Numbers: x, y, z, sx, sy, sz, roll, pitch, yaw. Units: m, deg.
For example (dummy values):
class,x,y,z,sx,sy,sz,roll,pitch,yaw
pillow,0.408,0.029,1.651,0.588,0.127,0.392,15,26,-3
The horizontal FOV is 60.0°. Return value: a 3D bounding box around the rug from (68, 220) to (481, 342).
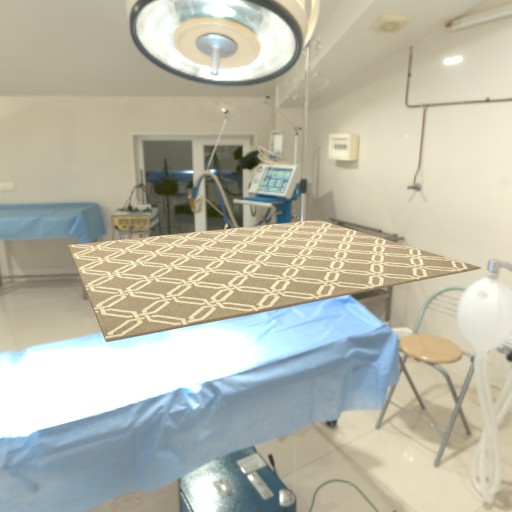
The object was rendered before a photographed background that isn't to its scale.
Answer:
class,x,y,z,sx,sy,sz,roll,pitch,yaw
rug,0.000,0.000,3.906,2.895,0.018,2.288,-8,17,-26
